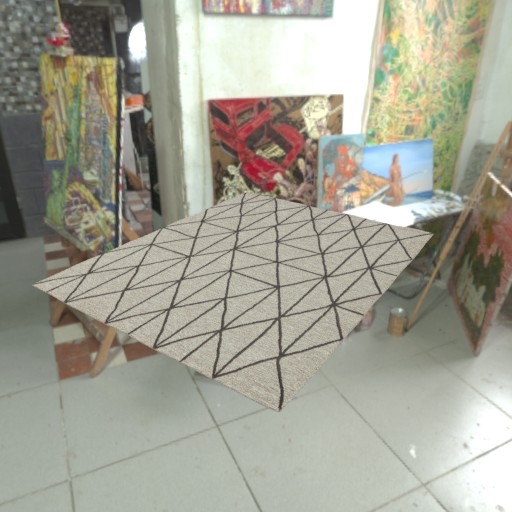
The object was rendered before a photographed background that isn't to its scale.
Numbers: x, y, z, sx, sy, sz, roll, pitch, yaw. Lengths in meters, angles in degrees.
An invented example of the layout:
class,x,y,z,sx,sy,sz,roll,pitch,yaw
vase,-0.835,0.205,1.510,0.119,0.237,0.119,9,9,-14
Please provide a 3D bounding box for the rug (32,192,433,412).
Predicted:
class,x,y,z,sx,sy,sz,roll,pitch,yaw
rug,0.000,0.000,4.181,2.468,0.022,3.061,17,31,31
